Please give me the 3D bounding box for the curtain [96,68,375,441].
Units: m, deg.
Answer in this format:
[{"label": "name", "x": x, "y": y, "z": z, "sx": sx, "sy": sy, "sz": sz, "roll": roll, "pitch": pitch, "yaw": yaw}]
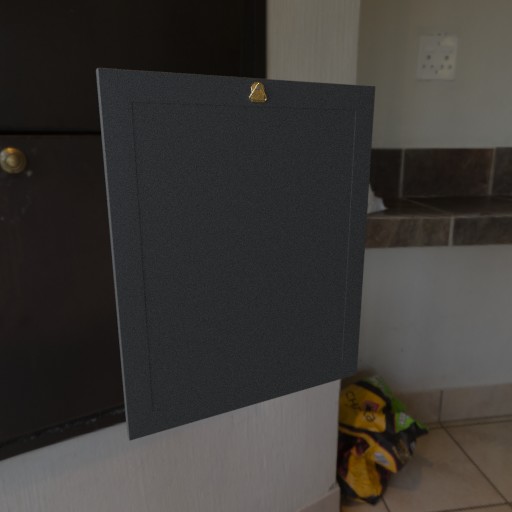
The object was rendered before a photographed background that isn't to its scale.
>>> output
[{"label": "curtain", "x": 0.000, "y": 0.000, "z": 0.782, "sx": 0.483, "sy": 0.585, "sz": 0.027, "roll": -7, "pitch": 17, "yaw": -26}]
